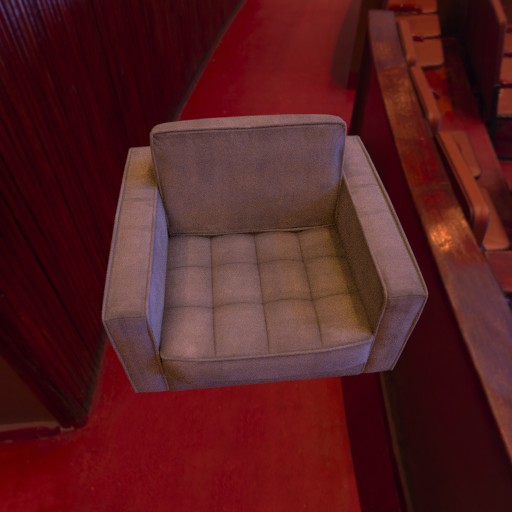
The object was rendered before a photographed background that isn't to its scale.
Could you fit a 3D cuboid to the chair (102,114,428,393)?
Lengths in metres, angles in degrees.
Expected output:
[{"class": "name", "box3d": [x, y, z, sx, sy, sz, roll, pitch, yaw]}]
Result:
[{"class": "chair", "box3d": [0.000, 0.000, 1.557, 0.928, 0.773, 0.843, -4, 48, -4]}]
